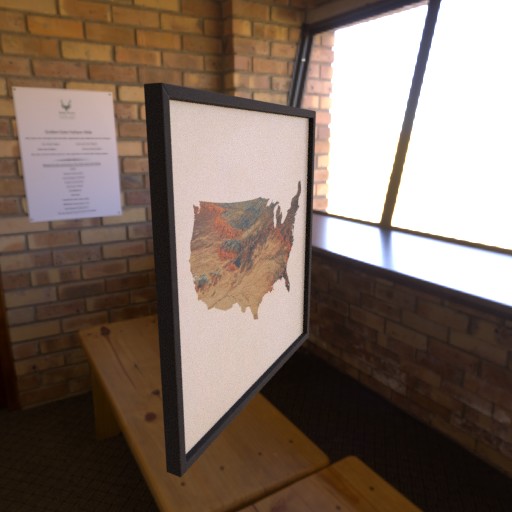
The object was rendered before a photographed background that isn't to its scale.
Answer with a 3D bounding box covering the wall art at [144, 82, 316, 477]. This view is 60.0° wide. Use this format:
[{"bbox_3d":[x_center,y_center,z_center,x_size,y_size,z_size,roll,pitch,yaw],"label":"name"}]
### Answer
[{"bbox_3d":[0.000,0.000,0.460,0.015,0.303,0.304,7,16,26],"label":"wall art"}]
